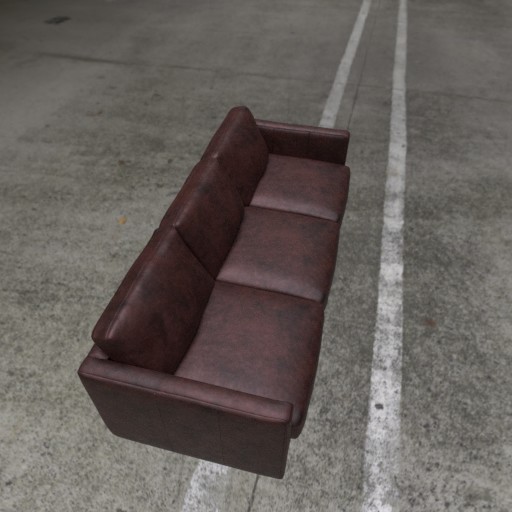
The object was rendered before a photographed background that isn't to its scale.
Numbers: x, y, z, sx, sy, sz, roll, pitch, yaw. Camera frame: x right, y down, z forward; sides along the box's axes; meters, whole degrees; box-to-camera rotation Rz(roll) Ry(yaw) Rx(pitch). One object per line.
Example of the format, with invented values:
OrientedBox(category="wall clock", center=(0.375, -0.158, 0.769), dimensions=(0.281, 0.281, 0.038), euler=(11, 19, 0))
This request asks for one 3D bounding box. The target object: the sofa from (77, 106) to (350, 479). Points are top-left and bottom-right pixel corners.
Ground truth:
OrientedBox(category="sofa", center=(0.000, 0.000, 2.932), dimensions=(1.045, 1.006, 2.464), euler=(10, 46, 10))
